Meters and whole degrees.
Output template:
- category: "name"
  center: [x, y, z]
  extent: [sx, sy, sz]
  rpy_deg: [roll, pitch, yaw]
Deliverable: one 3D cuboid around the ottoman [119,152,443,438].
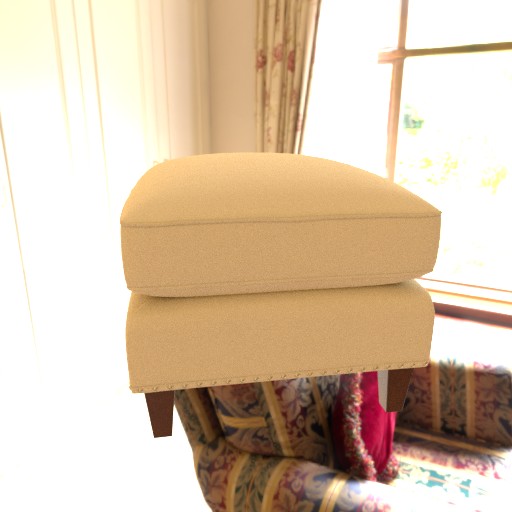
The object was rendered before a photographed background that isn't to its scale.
- category: "ottoman"
  center: [0.000, 0.000, 1.139]
  extent: [0.584, 0.513, 0.741]
  rpy_deg: [-3, 17, -9]
